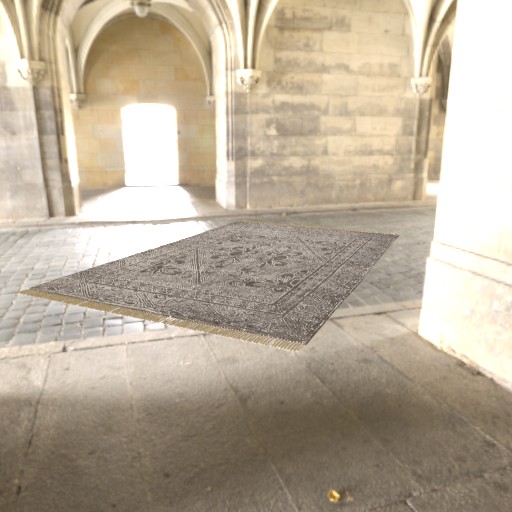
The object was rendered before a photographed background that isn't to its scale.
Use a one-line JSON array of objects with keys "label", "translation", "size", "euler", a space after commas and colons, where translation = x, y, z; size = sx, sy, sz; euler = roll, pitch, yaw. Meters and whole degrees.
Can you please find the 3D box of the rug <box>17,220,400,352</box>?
[{"label": "rug", "translation": [0.000, 0.000, 2.973], "size": [1.529, 0.010, 2.440], "euler": [7, 16, 25]}]
